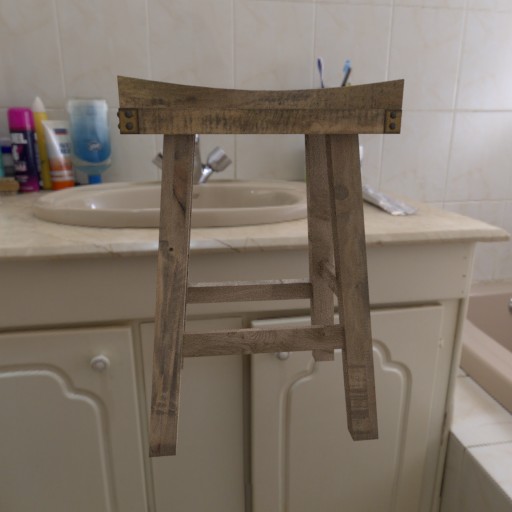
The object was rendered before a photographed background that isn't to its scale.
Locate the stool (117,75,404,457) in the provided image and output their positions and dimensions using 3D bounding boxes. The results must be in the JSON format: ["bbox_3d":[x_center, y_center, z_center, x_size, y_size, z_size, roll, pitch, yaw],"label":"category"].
[{"bbox_3d":[0.000,0.000,0.878,0.450,0.635,0.330,-2,16,-6],"label":"stool"}]
